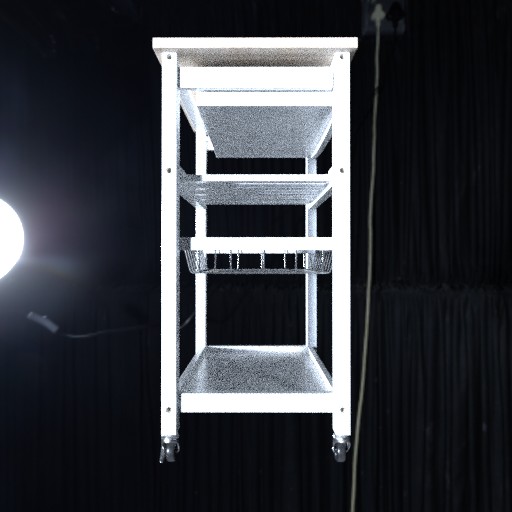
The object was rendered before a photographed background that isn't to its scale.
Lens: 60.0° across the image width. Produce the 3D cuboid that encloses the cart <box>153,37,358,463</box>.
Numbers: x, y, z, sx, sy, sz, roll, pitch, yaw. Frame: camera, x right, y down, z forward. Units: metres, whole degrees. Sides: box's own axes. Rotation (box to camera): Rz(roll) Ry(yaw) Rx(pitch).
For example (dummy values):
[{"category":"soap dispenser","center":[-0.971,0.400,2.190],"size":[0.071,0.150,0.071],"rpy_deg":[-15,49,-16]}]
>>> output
[{"category":"cart","center":[0.000,0.000,1.159],"size":[0.406,0.857,0.578],"rpy_deg":[0,-1,0]}]
